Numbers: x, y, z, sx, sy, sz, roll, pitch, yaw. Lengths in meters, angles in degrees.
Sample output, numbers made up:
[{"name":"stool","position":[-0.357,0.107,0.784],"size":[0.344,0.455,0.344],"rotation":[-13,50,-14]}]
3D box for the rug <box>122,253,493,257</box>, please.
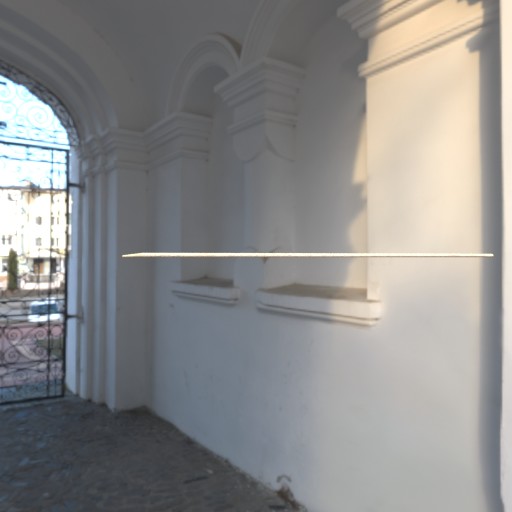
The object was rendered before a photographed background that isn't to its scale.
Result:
[{"name":"rug","position":[0.000,0.000,2.746],"size":[1.526,0.015,2.132],"rotation":[0,0,-18]}]
